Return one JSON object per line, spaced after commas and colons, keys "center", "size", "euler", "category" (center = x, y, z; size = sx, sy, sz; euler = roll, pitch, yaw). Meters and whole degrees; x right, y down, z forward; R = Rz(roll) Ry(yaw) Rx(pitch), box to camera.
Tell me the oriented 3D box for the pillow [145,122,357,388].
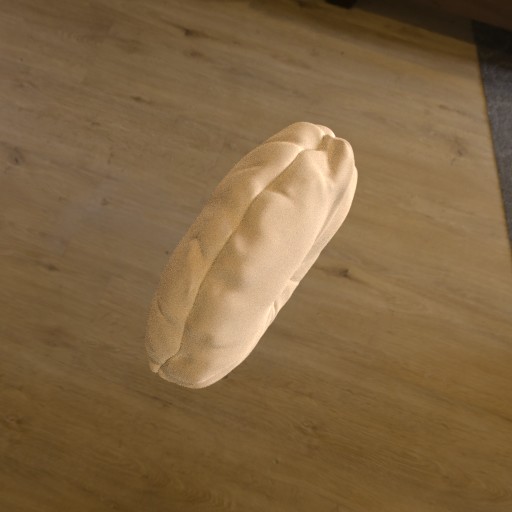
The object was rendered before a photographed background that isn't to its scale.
{"center": [0.000, 0.000, 0.652], "size": [0.148, 0.407, 0.428], "euler": [35, 78, 9], "category": "pillow"}
